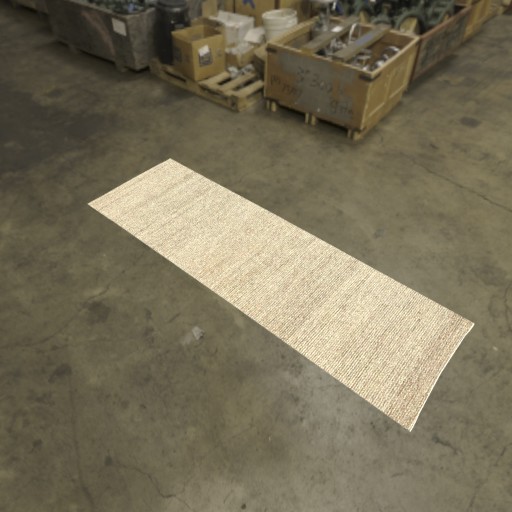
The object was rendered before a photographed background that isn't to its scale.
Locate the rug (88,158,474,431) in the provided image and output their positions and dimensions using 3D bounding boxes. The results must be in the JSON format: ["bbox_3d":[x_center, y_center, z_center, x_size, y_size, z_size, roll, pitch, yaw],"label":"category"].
[{"bbox_3d":[0.000,0.000,2.647,2.390,0.014,0.741,32,53,28],"label":"rug"}]
